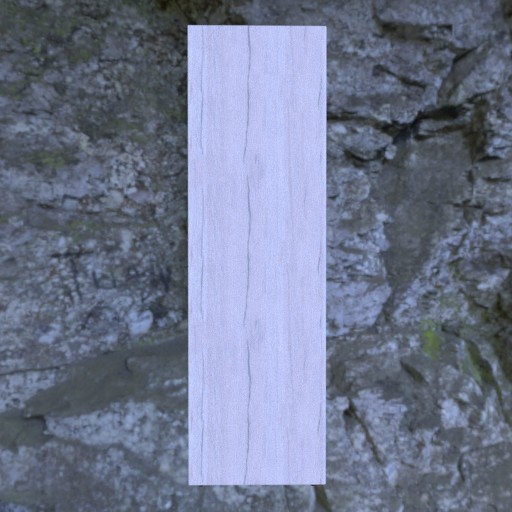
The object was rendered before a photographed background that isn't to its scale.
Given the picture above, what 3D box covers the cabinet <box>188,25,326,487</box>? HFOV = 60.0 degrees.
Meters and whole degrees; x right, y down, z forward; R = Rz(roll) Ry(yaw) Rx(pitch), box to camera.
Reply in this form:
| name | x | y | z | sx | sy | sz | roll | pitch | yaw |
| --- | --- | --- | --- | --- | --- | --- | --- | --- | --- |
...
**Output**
| name | x | y | z | sx | sy | sz | roll | pitch | yaw |
| --- | --- | --- | --- | --- | --- | --- | --- | --- | --- |
| cabinet | 0.000 | 0.000 | 2.346 | 0.580 | 1.930 | 0.980 | 0 | 1 | -1 |
